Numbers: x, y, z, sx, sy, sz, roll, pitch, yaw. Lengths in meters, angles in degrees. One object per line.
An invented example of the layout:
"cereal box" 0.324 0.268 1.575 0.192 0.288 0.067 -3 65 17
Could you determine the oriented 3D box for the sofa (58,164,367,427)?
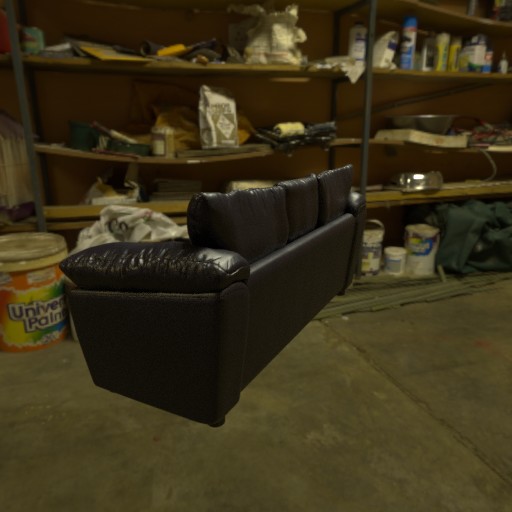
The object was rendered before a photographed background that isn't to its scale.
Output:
"sofa" 0.000 0.000 2.862 0.880 1.073 2.336 8 17 26
